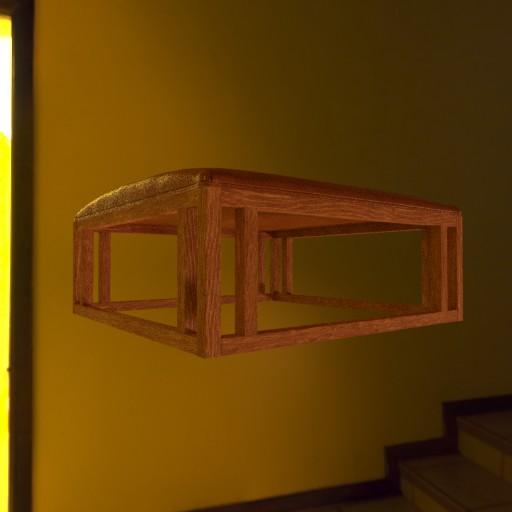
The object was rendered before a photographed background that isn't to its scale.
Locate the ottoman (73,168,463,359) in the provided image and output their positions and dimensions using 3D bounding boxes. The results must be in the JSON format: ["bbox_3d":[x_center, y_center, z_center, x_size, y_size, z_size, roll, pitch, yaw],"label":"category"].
[{"bbox_3d":[0.000,0.000,1.613,1.016,0.442,1.013,1,-1,-37],"label":"ottoman"}]
